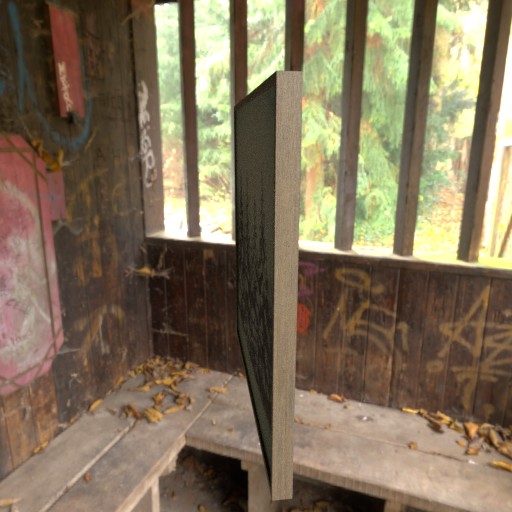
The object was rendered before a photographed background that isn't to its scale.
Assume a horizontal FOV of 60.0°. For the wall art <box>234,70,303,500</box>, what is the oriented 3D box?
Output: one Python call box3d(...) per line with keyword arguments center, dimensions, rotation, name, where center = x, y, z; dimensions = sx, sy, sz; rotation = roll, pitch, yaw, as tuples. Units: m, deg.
box3d(center=(0.000, 0.000, 1.107), dimensions=(0.039, 0.758, 0.758), rotation=(-2, 15, -7), name="wall art")
